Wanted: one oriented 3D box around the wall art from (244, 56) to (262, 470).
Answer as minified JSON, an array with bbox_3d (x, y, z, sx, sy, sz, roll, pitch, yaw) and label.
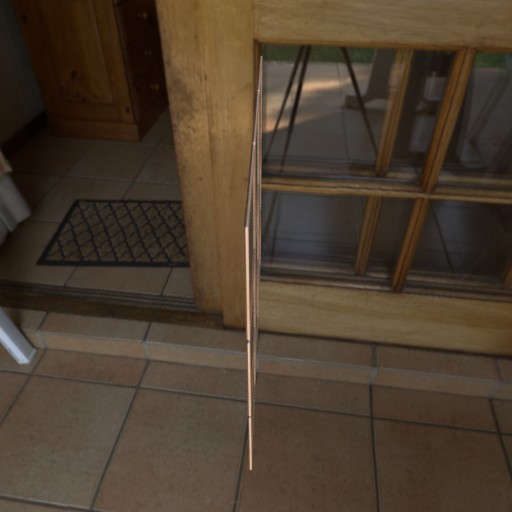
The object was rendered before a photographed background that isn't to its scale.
[{"bbox_3d":[0.000,0.000,2.301,0.013,1.525,1.520,1,41,2],"label":"wall art"}]
